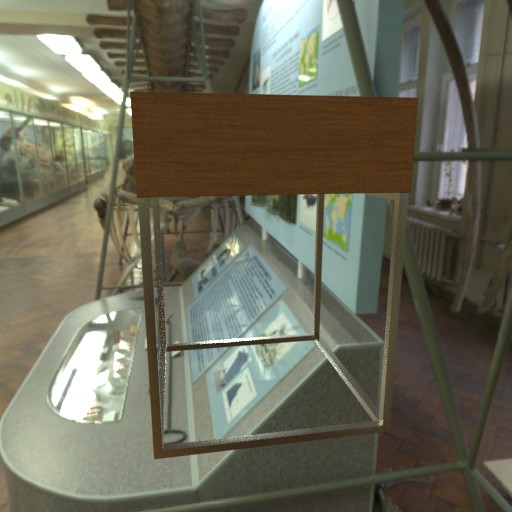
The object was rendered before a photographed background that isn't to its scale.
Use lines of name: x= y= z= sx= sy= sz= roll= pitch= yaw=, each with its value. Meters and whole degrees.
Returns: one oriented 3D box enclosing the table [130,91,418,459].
table: x=0.000 y=0.000 z=0.849 sx=0.397 sy=0.540 sz=0.398 roll=-2 pitch=14 yaw=-10
